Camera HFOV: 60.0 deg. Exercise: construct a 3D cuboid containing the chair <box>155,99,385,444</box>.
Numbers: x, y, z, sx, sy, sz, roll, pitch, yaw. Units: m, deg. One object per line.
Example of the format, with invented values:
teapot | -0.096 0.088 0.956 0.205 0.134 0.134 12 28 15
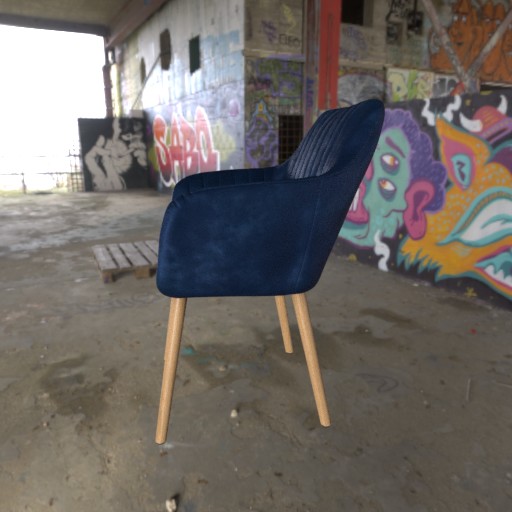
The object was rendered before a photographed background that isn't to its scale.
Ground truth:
chair | 0.000 0.000 1.259 0.573 0.826 0.578 -2 14 -8
